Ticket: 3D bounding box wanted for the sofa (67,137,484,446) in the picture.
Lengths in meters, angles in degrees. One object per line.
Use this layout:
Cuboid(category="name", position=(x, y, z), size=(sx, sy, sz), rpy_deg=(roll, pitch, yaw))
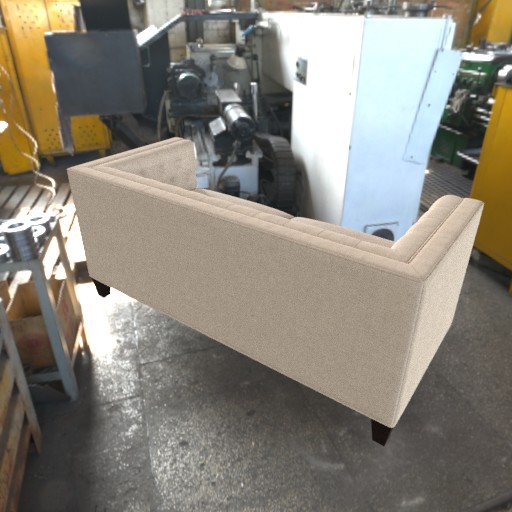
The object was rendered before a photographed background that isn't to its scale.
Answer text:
Cuboid(category="sofa", position=(0.000, 0.000, 2.191), size=(1.778, 0.762, 0.775), rpy_deg=(20, 35, 31))
